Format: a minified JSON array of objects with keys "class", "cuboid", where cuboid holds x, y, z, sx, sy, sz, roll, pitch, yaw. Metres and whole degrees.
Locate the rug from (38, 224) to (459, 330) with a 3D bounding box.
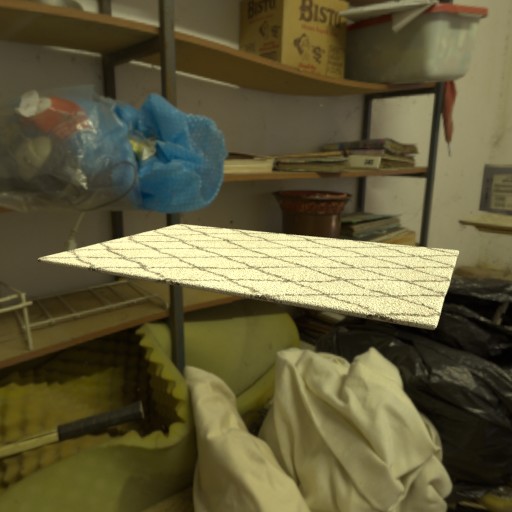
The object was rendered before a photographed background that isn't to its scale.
[{"class":"rug","cuboid":[0.000,0.000,3.006,2.438,0.030,1.524,7,15,26]}]
